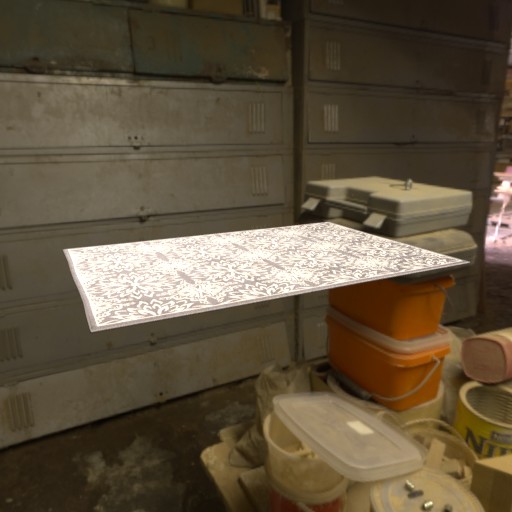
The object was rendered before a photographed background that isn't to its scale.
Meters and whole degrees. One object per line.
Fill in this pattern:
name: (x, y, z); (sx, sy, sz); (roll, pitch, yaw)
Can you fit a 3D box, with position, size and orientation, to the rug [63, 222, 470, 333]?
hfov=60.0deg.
rug: (0.000, 0.000, 2.395); (1.847, 0.012, 1.224); (-8, 17, -26)
